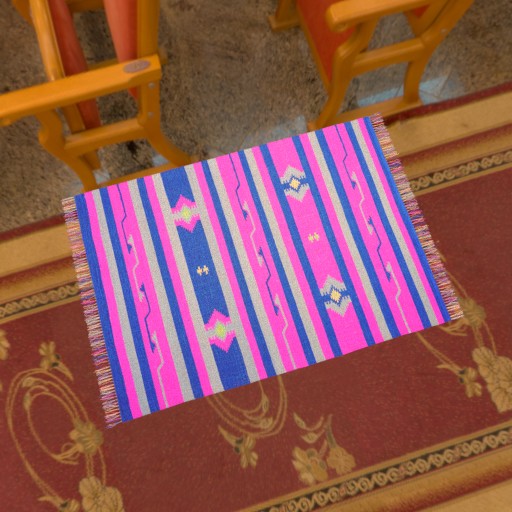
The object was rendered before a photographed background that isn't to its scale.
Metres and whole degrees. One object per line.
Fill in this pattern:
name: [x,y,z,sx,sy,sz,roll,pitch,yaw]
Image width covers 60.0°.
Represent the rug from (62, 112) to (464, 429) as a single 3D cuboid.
rug: [0.000,0.000,2.922,2.350,0.013,1.539,-16,76,-4]
